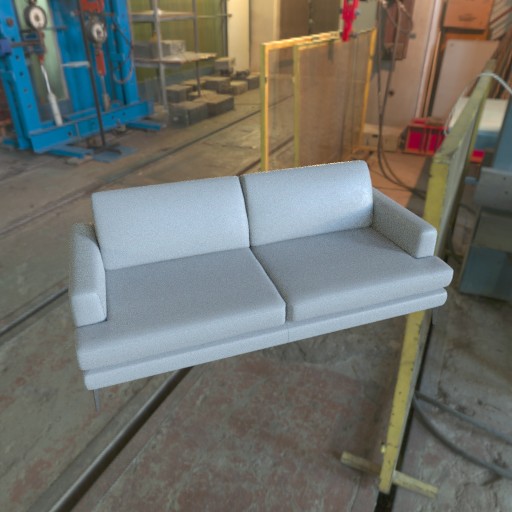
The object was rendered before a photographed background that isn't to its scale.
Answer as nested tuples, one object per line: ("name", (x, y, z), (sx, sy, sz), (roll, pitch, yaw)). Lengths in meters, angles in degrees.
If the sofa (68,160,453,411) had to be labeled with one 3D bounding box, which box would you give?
("sofa", (0.000, 0.000, 2.483), (1.940, 0.765, 0.974), (-10, 32, -17))
